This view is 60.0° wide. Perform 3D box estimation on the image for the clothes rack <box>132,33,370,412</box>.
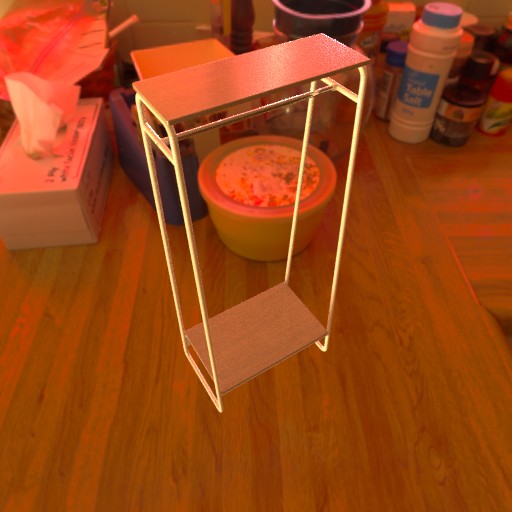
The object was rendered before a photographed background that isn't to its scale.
[{"bbox_3d":[0.000,0.000,1.783,0.640,1.512,0.400,-25,52,-21],"label":"clothes rack"}]
